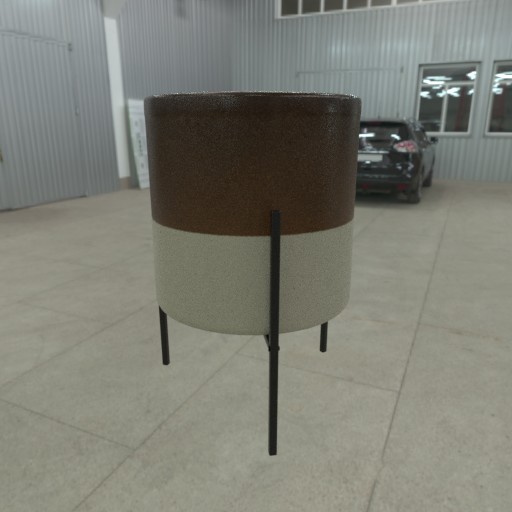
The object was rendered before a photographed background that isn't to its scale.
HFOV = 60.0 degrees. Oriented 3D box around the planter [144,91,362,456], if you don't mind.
[{"bbox_3d":[0.000,0.000,0.557,0.255,0.375,0.269,-3,17,-10],"label":"planter"}]
